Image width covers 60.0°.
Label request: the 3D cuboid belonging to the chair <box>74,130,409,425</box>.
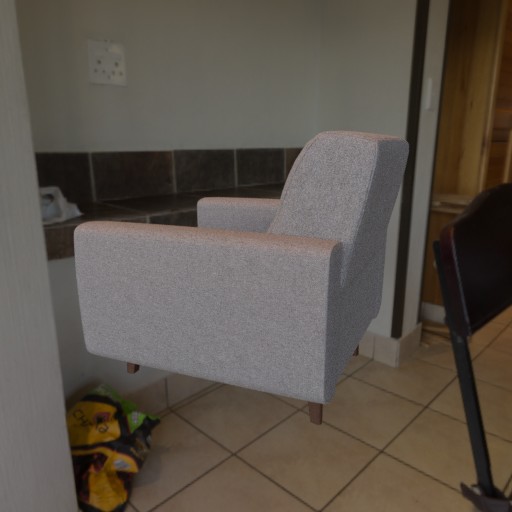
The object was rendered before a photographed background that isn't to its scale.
[{"bbox_3d":[0.000,0.000,1.559,0.907,0.839,0.831,7,16,24],"label":"chair"}]
